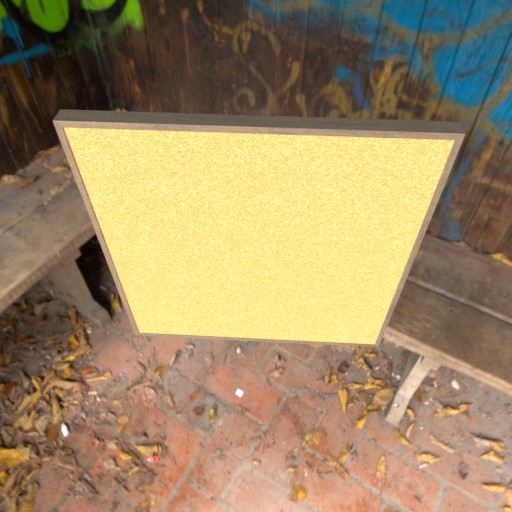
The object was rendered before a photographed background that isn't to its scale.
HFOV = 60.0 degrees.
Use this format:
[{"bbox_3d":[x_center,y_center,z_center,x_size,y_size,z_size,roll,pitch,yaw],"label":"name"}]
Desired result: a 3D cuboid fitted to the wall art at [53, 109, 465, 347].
[{"bbox_3d":[0.000,0.000,1.109,0.758,0.758,0.039,2,49,2],"label":"wall art"}]
